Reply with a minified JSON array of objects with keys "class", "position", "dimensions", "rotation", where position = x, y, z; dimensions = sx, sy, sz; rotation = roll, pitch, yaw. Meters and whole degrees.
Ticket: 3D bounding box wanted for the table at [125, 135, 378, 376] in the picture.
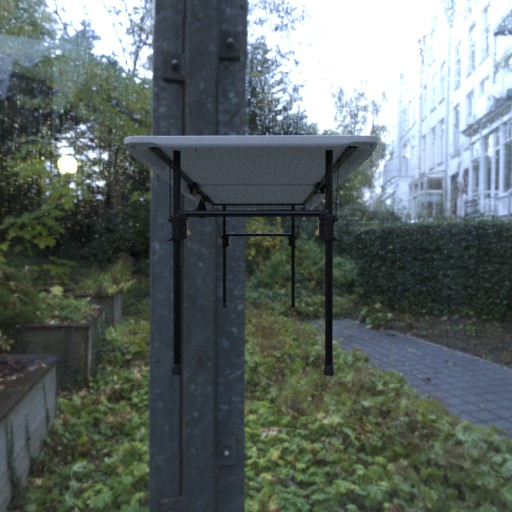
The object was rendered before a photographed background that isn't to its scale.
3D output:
[{"class":"table","position":[0.000,0.000,2.199],"dimensions":[0.761,0.719,1.829],"rotation":[0,0,1]}]
